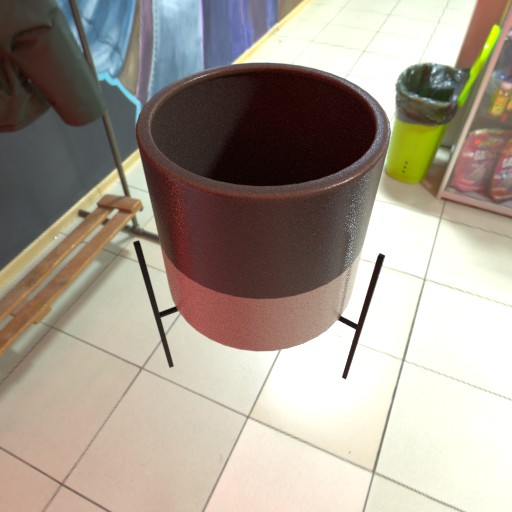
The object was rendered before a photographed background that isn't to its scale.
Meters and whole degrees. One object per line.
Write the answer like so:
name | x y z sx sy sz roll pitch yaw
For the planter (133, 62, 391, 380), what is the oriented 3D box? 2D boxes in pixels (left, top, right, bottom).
planter | 0.000 0.000 0.529 0.260 0.353 0.250 -25 52 -21
